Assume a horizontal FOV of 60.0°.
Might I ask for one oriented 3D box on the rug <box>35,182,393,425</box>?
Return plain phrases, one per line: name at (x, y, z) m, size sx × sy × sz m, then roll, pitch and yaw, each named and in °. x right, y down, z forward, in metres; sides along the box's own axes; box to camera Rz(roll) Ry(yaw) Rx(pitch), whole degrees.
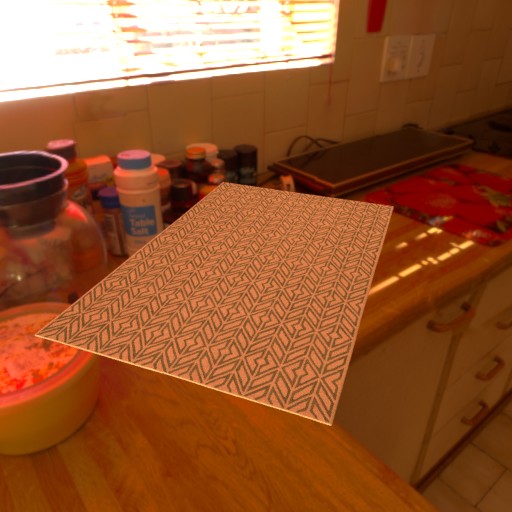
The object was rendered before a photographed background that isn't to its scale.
rug at (0.000, 0.000, 2.341) m, size 1.220 × 0.007 × 1.828 m, roll 11°, pitch 32°, yaw 18°
